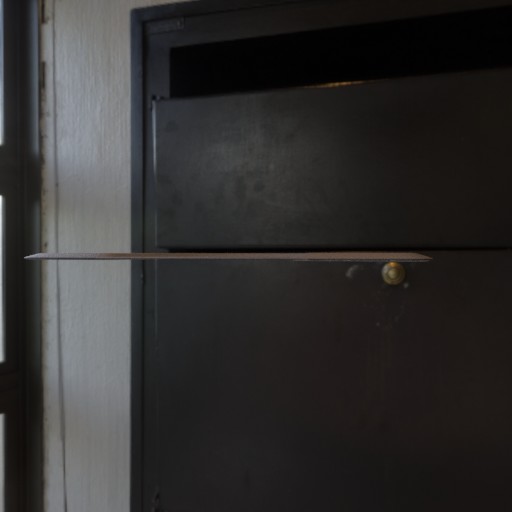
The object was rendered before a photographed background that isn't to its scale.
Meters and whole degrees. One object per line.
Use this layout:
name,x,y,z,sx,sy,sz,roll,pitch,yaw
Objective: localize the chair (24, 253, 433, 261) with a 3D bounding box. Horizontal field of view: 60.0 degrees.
chair,0.000,0.000,1.921,1.372,0.024,1.219,0,0,19
